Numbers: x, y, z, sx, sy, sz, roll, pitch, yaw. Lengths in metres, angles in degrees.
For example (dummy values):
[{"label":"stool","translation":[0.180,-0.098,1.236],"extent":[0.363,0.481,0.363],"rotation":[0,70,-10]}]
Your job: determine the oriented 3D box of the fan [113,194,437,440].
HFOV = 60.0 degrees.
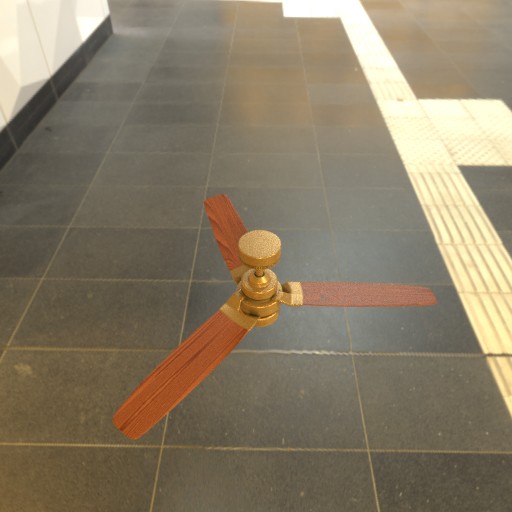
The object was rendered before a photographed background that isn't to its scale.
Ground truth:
[{"label":"fan","translation":[0.000,0.000,2.025],"extent":[1.416,0.425,1.271],"rotation":[-13,44,-14]}]
